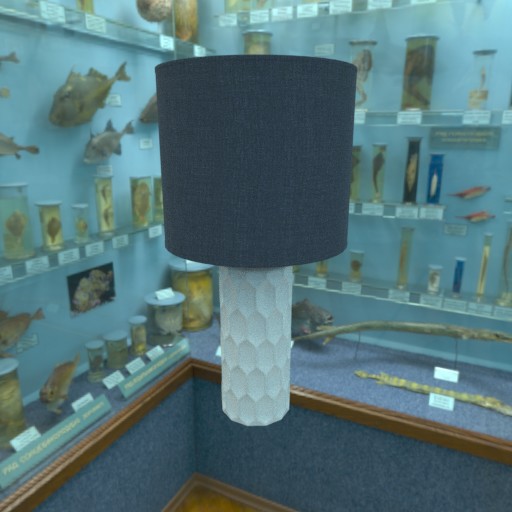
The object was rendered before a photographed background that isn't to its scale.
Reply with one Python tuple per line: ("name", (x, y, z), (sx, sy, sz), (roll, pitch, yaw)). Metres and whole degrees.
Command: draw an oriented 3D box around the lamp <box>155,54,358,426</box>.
("lamp", (0.000, 0.000, 0.691), (0.277, 0.537, 0.277), (8, 18, 27))
